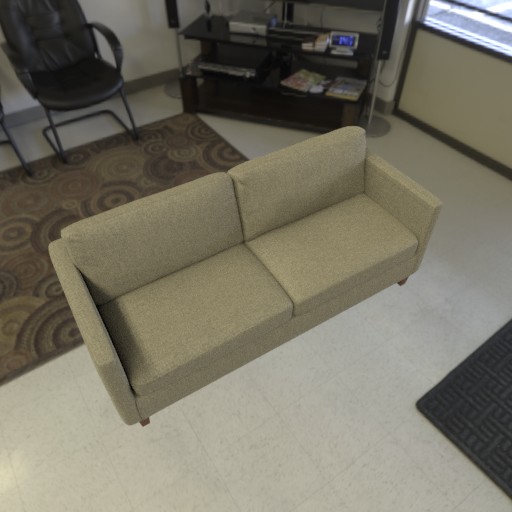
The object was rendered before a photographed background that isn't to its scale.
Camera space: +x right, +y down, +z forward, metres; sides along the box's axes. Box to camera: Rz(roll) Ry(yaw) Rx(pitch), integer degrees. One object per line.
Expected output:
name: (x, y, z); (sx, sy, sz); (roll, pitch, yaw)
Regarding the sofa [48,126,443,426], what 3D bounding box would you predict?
sofa: (0.000, 0.000, 2.797); (2.208, 0.960, 0.956); (-24, 51, -21)
